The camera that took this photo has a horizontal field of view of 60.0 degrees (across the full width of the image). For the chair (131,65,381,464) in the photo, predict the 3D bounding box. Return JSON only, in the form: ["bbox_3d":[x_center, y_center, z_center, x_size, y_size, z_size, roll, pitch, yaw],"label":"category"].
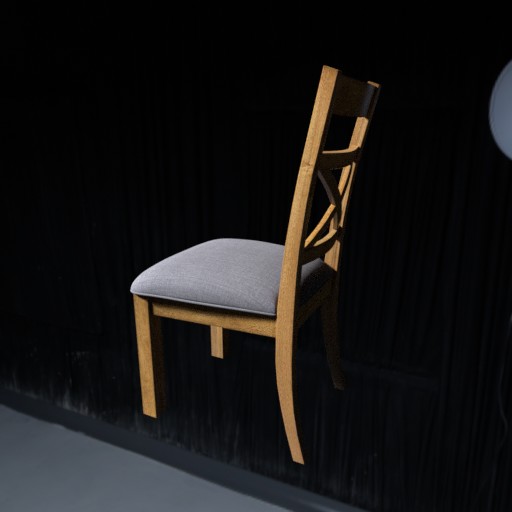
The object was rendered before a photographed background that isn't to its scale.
[{"bbox_3d":[0.000,0.000,1.278,0.581,0.949,0.470,8,19,25],"label":"chair"}]
